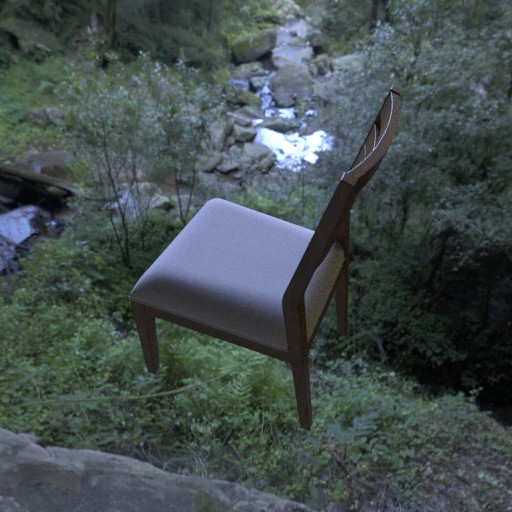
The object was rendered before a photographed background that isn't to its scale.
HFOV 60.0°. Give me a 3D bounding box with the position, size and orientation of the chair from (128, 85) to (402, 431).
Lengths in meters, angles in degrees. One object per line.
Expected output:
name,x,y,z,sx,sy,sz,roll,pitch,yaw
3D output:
chair,0.000,0.000,1.297,0.610,0.939,0.497,17,47,17
